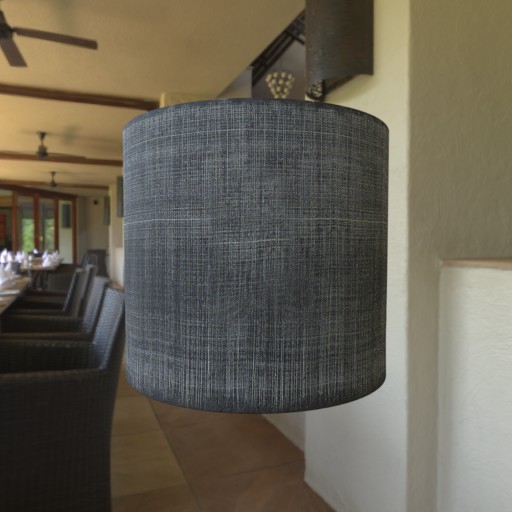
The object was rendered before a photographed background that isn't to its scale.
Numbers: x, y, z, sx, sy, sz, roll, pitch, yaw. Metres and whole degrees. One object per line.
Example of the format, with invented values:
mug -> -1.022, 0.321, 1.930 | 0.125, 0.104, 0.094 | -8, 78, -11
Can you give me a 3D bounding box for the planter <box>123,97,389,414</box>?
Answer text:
planter -> 0.000, 0.000, 0.386 | 0.221, 0.201, 0.221 | 0, 1, 0
